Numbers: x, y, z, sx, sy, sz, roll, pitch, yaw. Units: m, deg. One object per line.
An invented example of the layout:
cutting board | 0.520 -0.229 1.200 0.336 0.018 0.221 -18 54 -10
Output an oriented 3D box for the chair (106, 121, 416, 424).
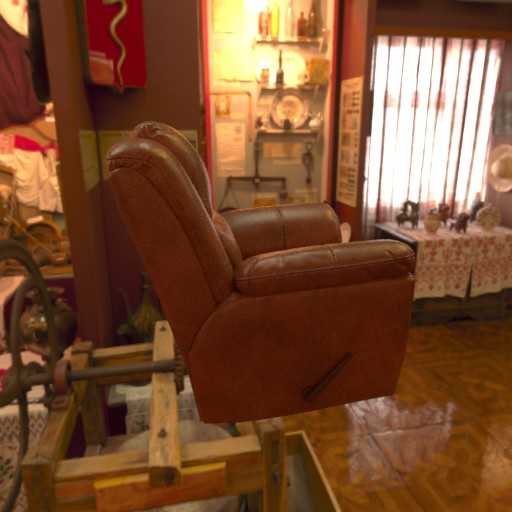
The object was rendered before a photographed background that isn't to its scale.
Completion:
chair | 0.000 0.000 1.887 1.041 1.093 0.990 -3 17 -10
